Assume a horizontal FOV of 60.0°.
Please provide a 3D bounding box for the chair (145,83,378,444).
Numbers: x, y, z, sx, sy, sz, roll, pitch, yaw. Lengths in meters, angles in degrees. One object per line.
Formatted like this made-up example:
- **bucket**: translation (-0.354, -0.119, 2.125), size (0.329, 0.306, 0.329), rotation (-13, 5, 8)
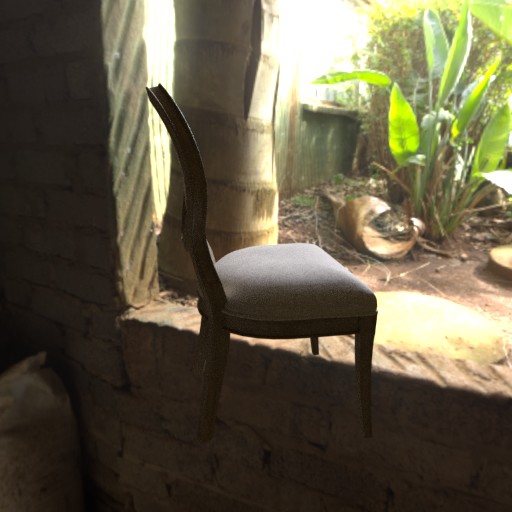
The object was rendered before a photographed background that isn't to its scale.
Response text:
- **chair**: translation (0.000, 0.000, 1.371), size (0.602, 0.990, 0.558), rotation (-3, 16, -10)
